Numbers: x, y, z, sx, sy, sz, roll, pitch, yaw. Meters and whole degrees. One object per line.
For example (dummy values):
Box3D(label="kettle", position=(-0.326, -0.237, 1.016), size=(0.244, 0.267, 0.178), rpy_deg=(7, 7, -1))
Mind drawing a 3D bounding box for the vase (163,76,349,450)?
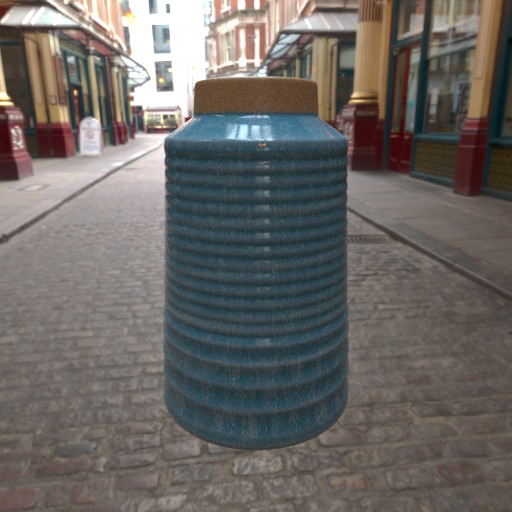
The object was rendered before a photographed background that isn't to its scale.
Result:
Box3D(label="vase", position=(0.000, 0.000, 0.365), size=(0.163, 0.267, 0.163), rpy_deg=(0, 16, 0))
